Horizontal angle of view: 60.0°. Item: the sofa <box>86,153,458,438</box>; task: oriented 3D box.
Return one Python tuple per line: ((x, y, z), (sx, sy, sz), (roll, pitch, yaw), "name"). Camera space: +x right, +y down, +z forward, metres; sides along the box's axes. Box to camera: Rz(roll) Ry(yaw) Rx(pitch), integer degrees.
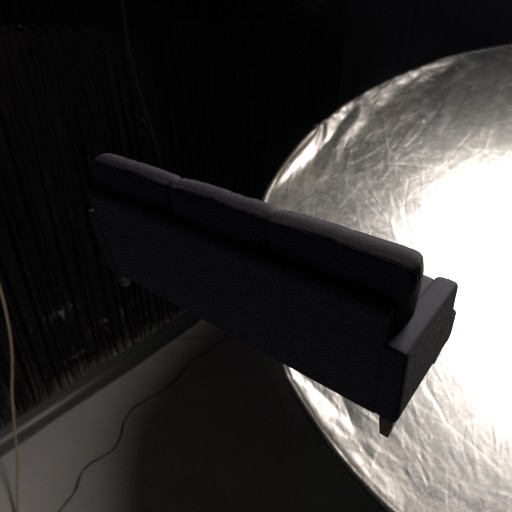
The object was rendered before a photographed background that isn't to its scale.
((0.000, 0.000, 2.589), (2.115, 0.984, 0.888), (22, 37, 33), "sofa")
